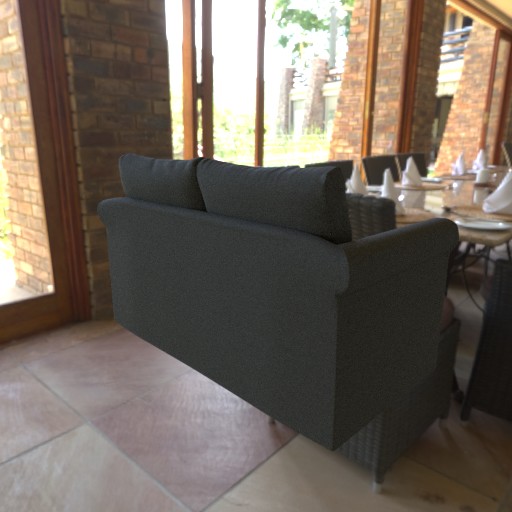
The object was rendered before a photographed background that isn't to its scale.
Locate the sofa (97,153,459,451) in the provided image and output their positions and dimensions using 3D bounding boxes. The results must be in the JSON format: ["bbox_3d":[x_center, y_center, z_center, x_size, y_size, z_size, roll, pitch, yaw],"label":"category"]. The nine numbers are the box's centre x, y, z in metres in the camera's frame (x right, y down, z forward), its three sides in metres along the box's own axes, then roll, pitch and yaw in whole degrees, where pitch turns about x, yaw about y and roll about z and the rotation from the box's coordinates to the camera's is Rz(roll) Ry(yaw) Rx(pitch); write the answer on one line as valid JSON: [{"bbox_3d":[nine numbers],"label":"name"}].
[{"bbox_3d":[0.000,0.000,1.955,0.741,0.872,1.460,-15,21,-43],"label":"sofa"}]
